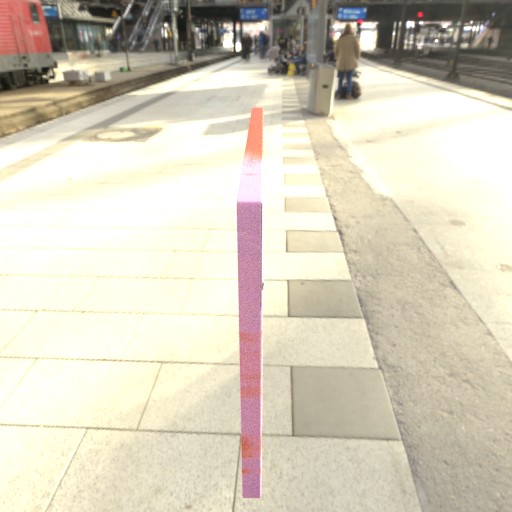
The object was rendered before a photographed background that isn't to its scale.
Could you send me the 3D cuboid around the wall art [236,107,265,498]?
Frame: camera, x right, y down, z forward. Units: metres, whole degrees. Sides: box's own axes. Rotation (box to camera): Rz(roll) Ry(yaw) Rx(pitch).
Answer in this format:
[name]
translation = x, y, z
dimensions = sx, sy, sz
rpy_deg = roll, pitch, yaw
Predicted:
[wall art]
translation = 0.000, 0.000, 1.139
dimensions = 0.040, 0.609, 0.913
rpy_deg = 0, 26, 1
